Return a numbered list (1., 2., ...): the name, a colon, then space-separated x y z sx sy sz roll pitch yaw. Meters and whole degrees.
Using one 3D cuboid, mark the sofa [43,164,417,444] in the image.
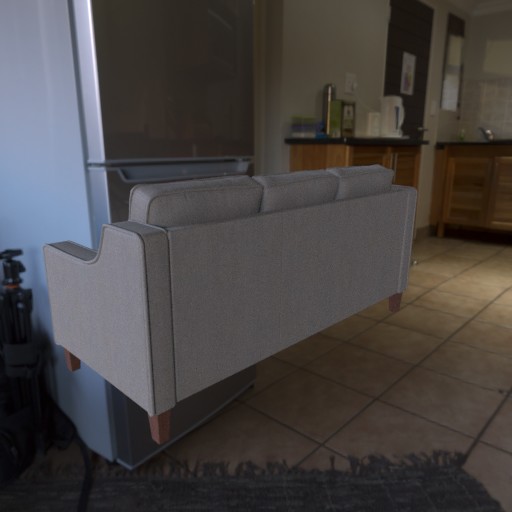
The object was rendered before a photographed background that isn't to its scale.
1. sofa: 0.000 0.000 2.507 0.911 0.974 1.986 14 21 43
